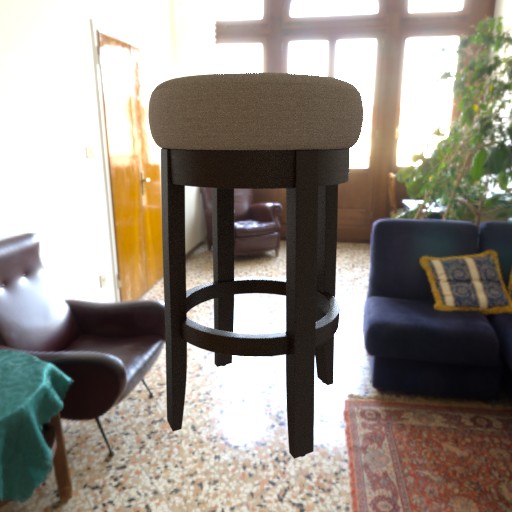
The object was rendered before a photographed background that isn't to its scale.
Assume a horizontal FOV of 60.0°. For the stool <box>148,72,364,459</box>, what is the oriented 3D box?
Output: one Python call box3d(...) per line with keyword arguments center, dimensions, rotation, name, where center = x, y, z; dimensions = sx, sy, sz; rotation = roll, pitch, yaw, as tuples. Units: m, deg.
box3d(center=(0.000, 0.000, 1.012), dimensions=(0.443, 0.757, 0.443), rotation=(0, 15, 0), name="stool")
